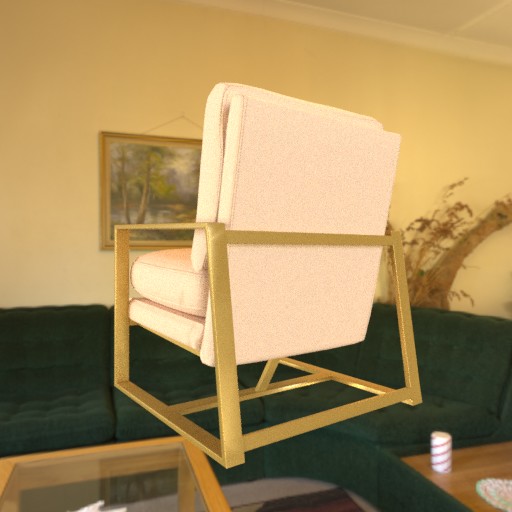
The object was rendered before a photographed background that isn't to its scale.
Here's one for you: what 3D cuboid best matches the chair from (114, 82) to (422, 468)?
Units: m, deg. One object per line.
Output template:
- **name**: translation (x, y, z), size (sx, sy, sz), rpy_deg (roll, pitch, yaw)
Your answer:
- **chair**: translation (0.000, 0.000, 1.550), size (0.758, 0.956, 0.813), rpy_deg (0, 1, -36)
